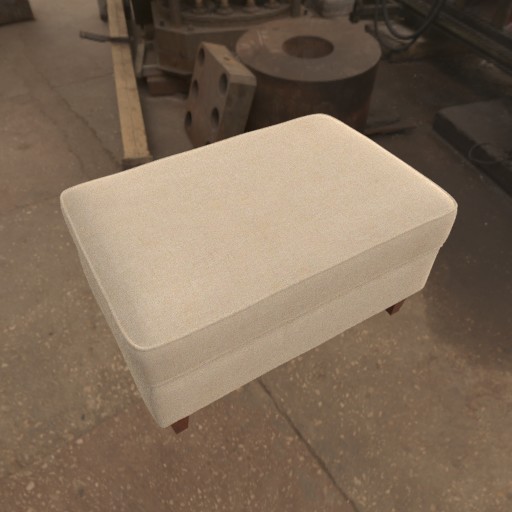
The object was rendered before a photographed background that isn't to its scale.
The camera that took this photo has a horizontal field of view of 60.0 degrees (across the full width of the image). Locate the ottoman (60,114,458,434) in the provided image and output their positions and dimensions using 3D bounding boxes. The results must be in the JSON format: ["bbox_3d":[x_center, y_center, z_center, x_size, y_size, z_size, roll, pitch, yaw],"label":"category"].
[{"bbox_3d":[0.000,0.000,1.243,0.862,0.484,0.583,-23,50,-21],"label":"ottoman"}]
